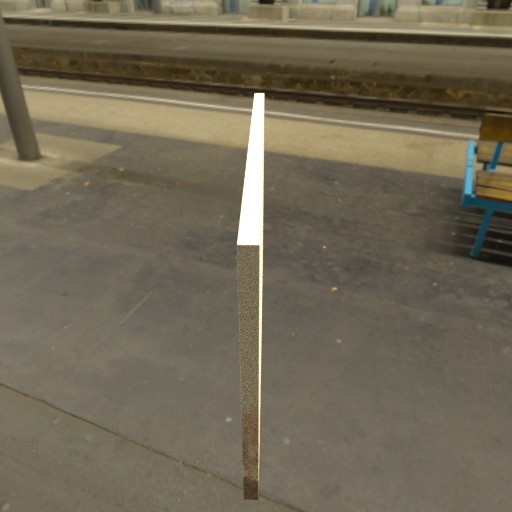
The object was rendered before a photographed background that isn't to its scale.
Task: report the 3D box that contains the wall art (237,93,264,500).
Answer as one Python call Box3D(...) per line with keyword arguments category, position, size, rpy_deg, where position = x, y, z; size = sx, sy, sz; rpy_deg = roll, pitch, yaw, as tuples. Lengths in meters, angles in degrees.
Box3D(category="wall art", position=(0.000, 0.000, 1.416), size=(0.041, 0.758, 1.142), rpy_deg=(1, 32, 1))
